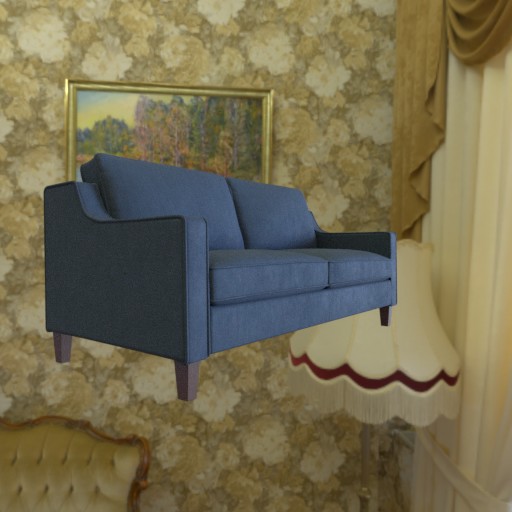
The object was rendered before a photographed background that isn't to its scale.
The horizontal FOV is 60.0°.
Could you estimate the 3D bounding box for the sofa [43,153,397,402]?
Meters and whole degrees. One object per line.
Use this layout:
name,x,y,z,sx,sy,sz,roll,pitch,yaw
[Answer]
sofa,0.000,0.000,2.796,1.066,1.071,2.178,1,1,38
